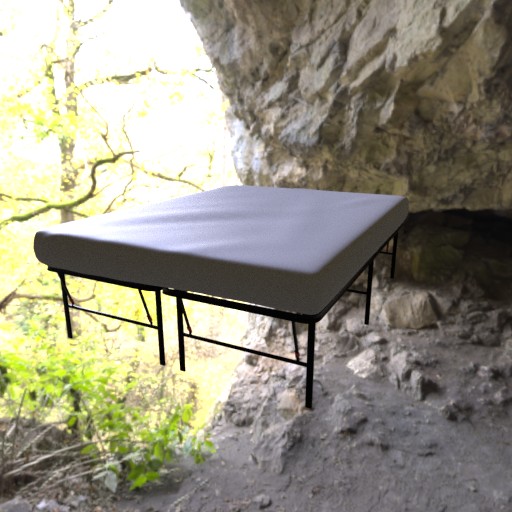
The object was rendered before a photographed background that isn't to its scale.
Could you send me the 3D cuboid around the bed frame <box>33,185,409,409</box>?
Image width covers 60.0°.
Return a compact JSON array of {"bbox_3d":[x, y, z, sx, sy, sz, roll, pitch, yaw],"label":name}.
[{"bbox_3d":[0.000,0.000,2.900,1.584,0.667,2.151,8,18,26],"label":"bed frame"}]
